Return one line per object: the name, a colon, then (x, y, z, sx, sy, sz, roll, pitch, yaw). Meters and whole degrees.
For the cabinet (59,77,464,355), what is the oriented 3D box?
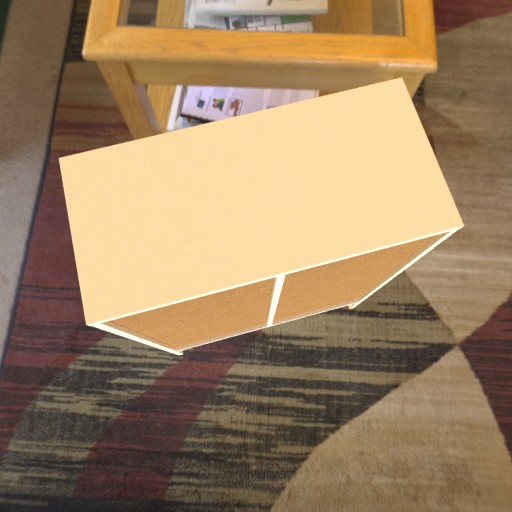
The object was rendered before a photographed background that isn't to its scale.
cabinet: (0.000, 0.000, 1.108, 0.600, 0.815, 0.296, -14, 75, -4)
